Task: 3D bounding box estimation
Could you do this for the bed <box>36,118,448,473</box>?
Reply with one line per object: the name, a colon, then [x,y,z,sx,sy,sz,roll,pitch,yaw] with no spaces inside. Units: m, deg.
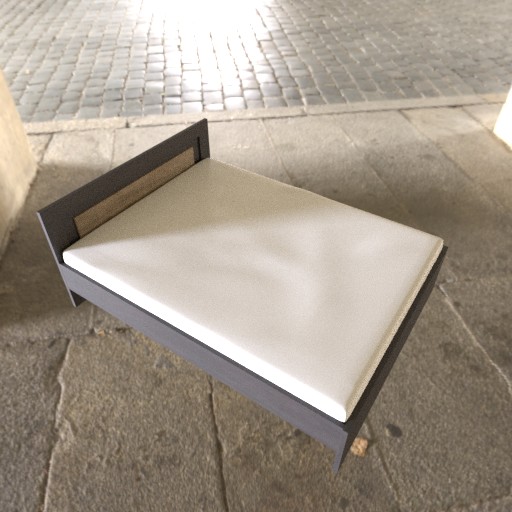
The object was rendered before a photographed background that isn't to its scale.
bed: [0.000,0.000,2.946,2.073,0.823,1.585,24,46,25]
